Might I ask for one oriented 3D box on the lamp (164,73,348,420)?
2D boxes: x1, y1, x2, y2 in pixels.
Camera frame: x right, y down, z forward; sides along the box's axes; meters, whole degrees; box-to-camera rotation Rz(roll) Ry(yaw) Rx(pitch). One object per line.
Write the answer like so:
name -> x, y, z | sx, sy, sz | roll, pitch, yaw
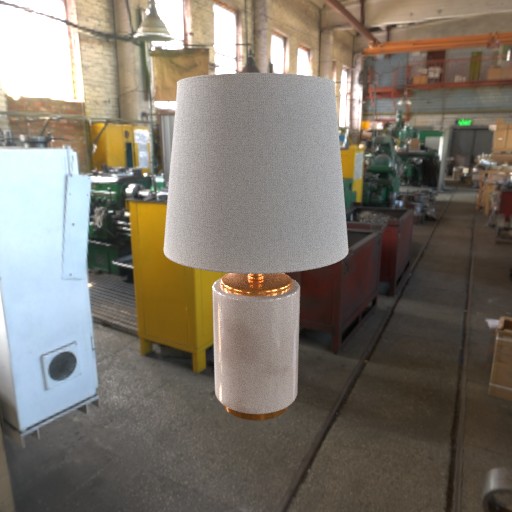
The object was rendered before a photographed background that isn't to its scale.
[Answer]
lamp -> 0.000, 0.000, 0.467 | 0.189, 0.340, 0.189 | 0, 15, 0
